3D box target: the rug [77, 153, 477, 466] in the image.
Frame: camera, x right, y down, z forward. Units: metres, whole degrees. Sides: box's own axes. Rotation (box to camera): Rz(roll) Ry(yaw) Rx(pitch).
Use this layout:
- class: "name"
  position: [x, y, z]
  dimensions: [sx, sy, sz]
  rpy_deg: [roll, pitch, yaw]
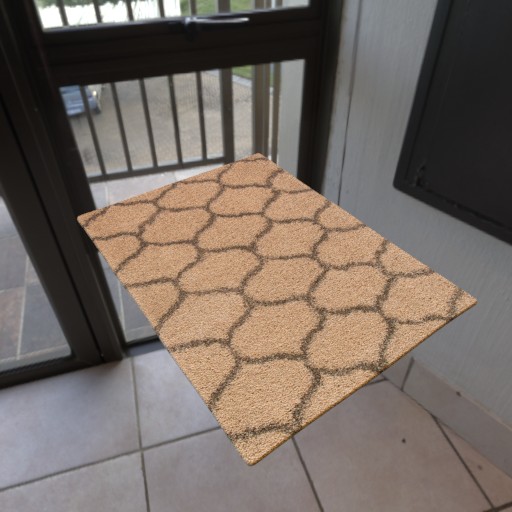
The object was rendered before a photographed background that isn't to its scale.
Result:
- class: "rug"
  position: [0.000, 0.000, 2.123]
  dimensions: [1.200, 0.025, 1.600]
  rpy_deg: [-25, 47, -26]
